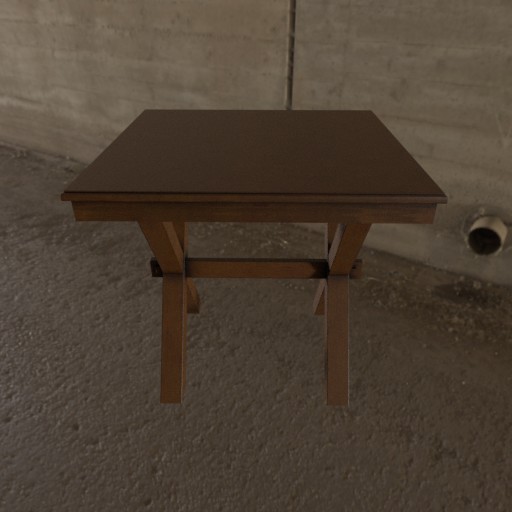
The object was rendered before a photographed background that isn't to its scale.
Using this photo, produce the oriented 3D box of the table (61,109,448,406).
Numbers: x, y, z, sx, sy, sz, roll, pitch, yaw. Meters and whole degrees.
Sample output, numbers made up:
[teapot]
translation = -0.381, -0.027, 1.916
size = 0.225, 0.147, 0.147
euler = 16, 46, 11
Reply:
[table]
translation = 0.000, 0.000, 1.069
size = 0.602, 0.562, 0.560
euler = 1, 31, 1
